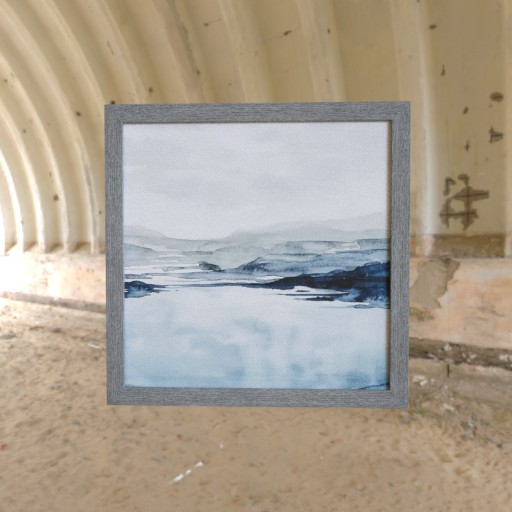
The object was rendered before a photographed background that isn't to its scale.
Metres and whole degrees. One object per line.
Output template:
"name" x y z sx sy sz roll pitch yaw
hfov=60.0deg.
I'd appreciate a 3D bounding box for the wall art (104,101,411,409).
"wall art" 0.000 0.000 1.008 0.685 0.685 0.020 0 1 2
